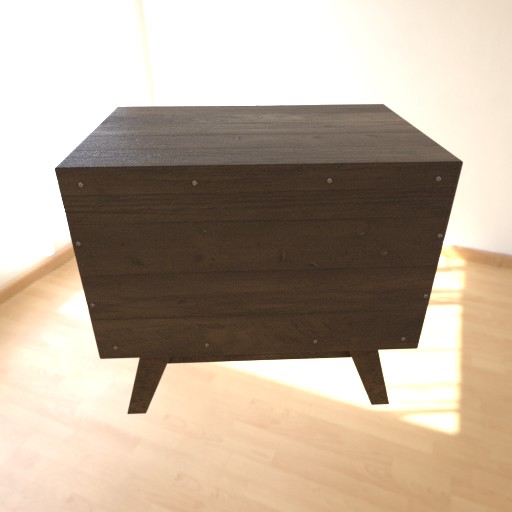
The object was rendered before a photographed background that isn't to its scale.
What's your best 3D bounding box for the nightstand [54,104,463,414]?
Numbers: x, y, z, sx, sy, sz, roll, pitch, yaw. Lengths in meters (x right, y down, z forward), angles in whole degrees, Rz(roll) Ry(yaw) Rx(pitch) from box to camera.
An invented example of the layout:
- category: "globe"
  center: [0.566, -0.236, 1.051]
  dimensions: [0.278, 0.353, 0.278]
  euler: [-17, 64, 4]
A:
- category: "nightstand"
  center: [0.000, 0.000, 1.046]
  dimensions: [0.650, 0.599, 0.450]
  euler: [-1, 31, -2]
